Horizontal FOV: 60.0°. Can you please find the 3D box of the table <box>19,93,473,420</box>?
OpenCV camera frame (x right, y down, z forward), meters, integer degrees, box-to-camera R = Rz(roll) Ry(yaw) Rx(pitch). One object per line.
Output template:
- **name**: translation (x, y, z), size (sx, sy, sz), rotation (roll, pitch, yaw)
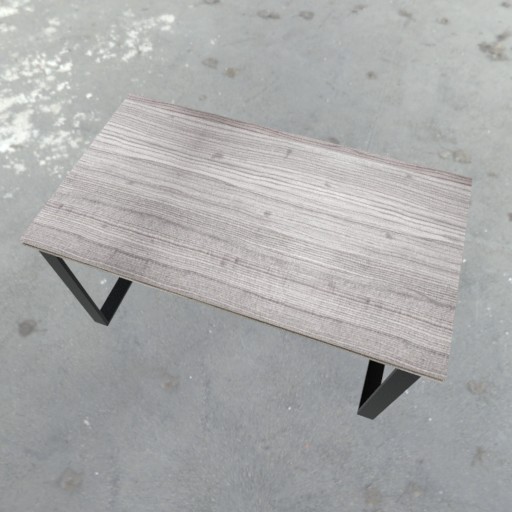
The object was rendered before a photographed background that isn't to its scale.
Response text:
- **table**: translation (0.000, 0.000, 2.059), size (1.579, 0.736, 0.881), rotation (17, 60, 10)
